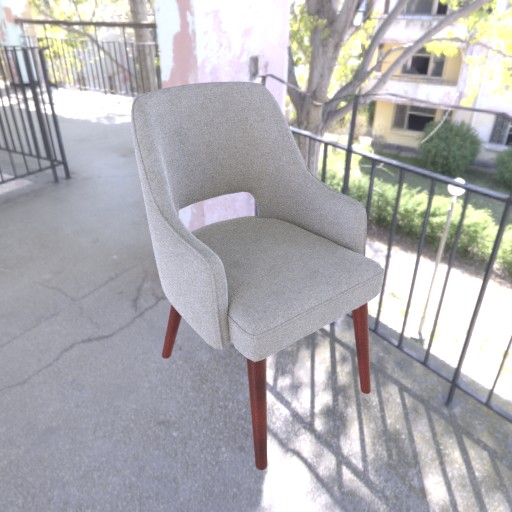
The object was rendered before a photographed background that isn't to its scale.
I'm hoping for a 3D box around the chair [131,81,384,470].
[{"bbox_3d":[0.000,0.000,1.251,0.548,0.849,0.605,-21,36,-33],"label":"chair"}]
